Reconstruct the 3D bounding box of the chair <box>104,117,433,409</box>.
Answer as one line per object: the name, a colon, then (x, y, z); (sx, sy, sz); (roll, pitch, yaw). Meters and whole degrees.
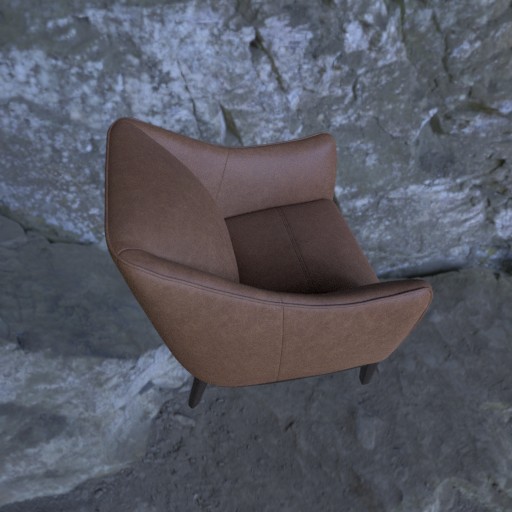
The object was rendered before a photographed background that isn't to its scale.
chair: (0.000, 0.000, 1.567); (0.852, 0.830, 0.871); (-9, 46, -9)
